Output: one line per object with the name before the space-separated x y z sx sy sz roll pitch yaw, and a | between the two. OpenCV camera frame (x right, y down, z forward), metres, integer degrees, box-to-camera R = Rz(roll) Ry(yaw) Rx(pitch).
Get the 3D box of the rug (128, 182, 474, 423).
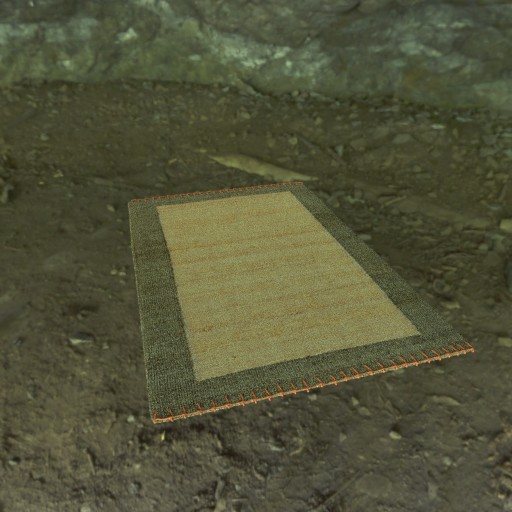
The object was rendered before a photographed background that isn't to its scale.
rug | 0.000 0.000 2.286 1.220 0.019 1.838 -8 32 -14
